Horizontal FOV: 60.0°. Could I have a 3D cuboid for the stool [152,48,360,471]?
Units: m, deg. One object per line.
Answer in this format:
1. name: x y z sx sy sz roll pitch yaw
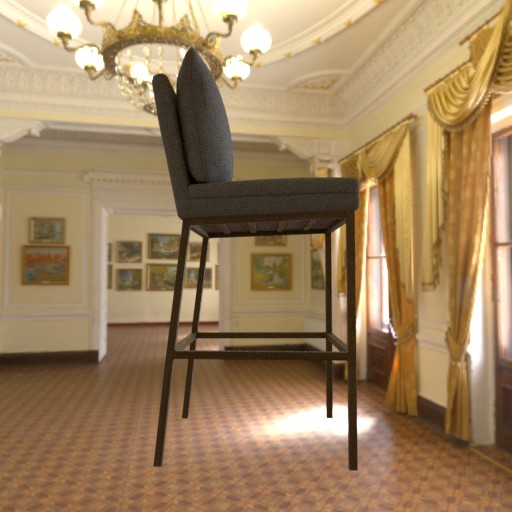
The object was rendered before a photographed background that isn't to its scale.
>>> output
1. stool: 0.000 0.000 1.400 0.569 1.132 0.463 0 -3 1
